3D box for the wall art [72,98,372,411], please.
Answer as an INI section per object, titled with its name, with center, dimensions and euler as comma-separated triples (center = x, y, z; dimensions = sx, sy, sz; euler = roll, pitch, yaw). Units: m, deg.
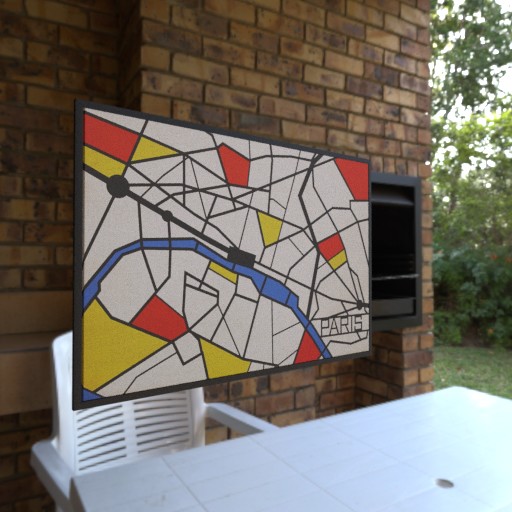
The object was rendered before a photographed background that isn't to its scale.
[wall art]
center = 0.000, 0.000, 1.230
dimensions = 0.963, 0.665, 0.013
euler = 1, -1, -36
